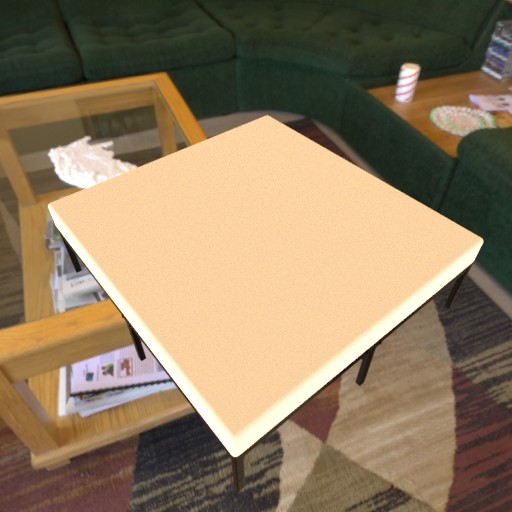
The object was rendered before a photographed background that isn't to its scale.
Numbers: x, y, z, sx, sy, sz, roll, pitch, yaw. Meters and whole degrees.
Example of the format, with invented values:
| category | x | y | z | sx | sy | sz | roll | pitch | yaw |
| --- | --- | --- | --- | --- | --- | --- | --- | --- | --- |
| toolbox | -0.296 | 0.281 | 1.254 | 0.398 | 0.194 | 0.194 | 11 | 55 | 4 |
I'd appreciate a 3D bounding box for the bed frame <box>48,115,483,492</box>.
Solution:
| category | x | y | z | sx | sy | sz | roll | pitch | yaw |
| --- | --- | --- | --- | --- | --- | --- | --- | --- | --- |
| bed frame | 0.000 | 0.000 | 3.079 | 1.963 | 0.659 | 2.079 | -30 | 52 | -27 |
